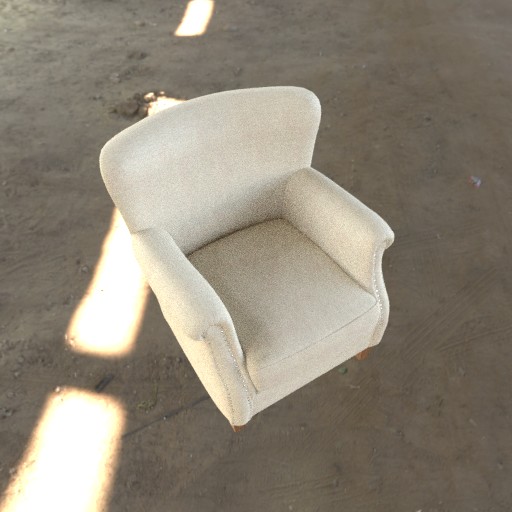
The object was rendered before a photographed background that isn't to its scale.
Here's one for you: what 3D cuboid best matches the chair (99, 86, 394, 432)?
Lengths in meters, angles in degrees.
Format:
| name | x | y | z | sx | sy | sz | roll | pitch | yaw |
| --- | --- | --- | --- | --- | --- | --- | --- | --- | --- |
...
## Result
| name | x | y | z | sx | sy | sz | roll | pitch | yaw |
| --- | --- | --- | --- | --- | --- | --- | --- | --- | --- |
| chair | 0.000 | 0.000 | 1.717 | 0.861 | 0.936 | 0.921 | -24 | 52 | -21 |
